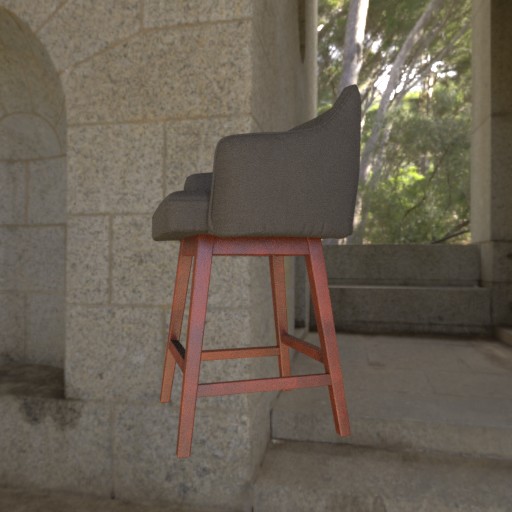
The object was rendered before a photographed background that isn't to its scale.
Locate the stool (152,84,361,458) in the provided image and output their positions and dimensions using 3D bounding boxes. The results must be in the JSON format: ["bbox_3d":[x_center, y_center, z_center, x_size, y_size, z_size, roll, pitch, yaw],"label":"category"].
[{"bbox_3d":[0.000,0.000,1.275,0.558,0.912,0.548,0,-1,-17],"label":"stool"}]
